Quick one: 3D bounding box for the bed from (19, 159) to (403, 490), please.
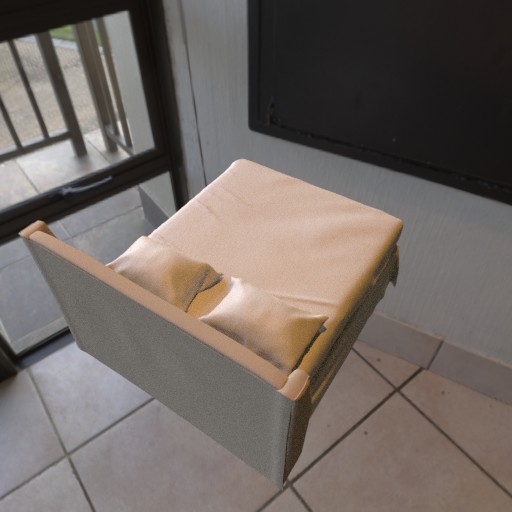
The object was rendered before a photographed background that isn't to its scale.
[{"bbox_3d":[0.000,0.000,3.372,1.925,1.332,2.276,26,52,22],"label":"bed"}]
